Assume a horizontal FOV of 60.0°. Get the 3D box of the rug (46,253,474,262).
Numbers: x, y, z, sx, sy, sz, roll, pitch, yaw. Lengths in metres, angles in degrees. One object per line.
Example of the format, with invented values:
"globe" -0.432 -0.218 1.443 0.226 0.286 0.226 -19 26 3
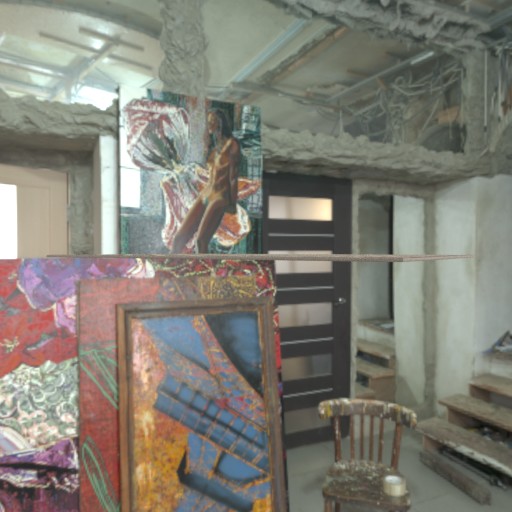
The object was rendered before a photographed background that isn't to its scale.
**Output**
"rug" 0.000 0.000 2.051 1.677 0.011 1.066 0 1 35
